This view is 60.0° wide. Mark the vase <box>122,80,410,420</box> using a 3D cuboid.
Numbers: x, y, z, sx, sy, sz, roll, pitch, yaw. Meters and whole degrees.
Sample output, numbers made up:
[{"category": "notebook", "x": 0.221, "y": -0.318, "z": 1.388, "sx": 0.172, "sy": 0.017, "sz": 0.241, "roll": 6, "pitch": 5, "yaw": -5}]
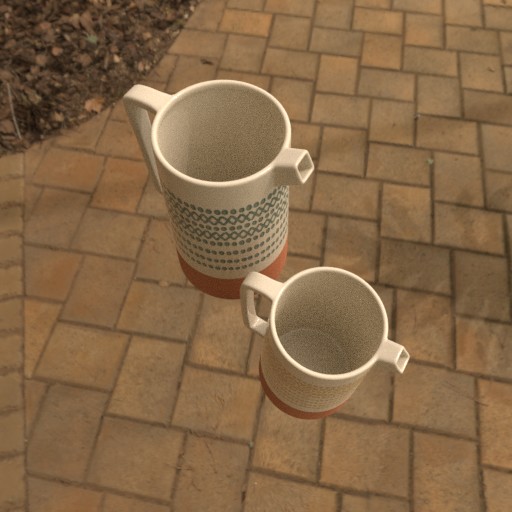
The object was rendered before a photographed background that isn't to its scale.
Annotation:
[{"category": "vase", "x": 0.000, "y": 0.000, "z": 0.460, "sx": 0.168, "sy": 0.247, "sz": 0.326, "roll": -17, "pitch": 64, "yaw": -8}]
